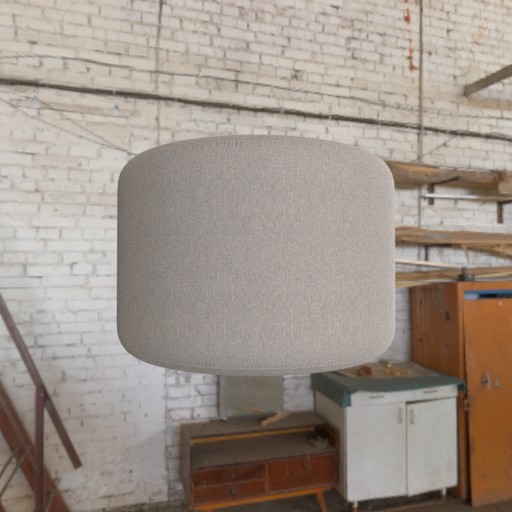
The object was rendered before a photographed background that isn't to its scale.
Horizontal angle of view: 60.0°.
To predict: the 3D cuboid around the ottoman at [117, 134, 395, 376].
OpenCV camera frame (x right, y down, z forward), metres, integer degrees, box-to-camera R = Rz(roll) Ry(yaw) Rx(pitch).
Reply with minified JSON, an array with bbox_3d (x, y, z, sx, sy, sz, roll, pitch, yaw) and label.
[{"bbox_3d":[0.000,0.000,1.015,0.608,0.433,0.608,0,-1,0],"label":"ottoman"}]
